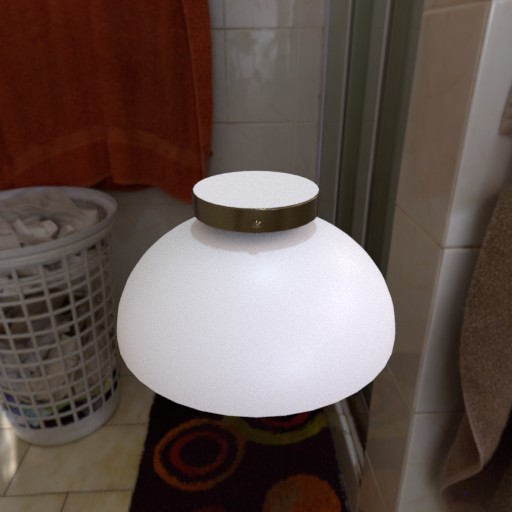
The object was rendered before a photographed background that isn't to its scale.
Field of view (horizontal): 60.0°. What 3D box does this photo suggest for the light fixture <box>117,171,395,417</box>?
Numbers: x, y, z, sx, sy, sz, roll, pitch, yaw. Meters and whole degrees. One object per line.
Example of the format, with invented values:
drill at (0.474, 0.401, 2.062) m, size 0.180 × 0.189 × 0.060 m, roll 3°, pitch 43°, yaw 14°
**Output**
light fixture at (0.000, 0.000, 0.552) m, size 0.355 × 0.177 × 0.355 m, roll 0°, pitch 26°, yaw 0°
